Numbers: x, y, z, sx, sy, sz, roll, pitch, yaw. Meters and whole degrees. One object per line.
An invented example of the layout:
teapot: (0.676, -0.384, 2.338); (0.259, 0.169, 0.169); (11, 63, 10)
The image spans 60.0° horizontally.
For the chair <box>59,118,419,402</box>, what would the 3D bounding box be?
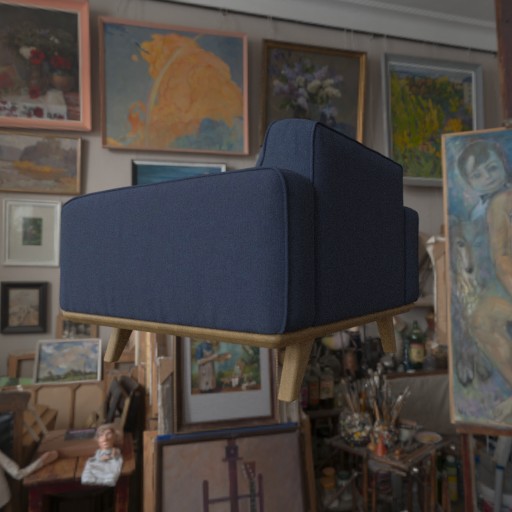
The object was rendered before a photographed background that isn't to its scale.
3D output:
chair: (0.000, 0.000, 1.731); (0.953, 0.783, 1.118); (-1, -1, 37)
